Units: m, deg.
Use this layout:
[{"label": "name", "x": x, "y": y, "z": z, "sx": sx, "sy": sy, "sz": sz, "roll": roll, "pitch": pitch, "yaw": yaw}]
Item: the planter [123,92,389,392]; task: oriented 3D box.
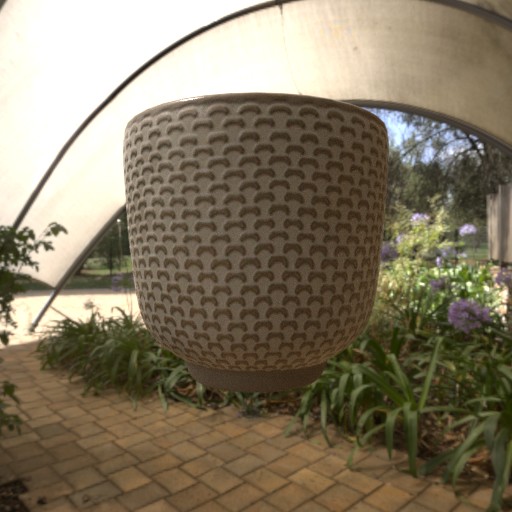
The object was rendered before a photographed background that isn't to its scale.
[{"label": "planter", "x": 0.000, "y": 0.000, "z": 0.300, "sx": 0.173, "sy": 0.160, "sz": 0.173, "roll": 0, "pitch": 0, "yaw": 0}]
